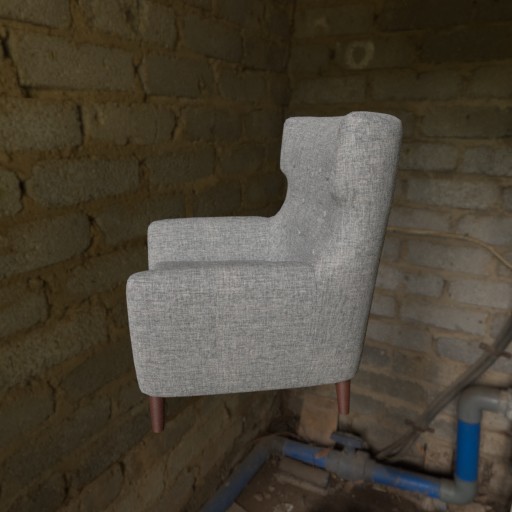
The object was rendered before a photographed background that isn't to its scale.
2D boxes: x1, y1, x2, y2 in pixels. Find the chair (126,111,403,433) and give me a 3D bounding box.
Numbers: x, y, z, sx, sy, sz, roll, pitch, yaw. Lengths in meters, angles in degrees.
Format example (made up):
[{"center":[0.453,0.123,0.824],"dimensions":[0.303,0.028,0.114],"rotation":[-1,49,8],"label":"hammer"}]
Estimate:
[{"center":[0.000,0.000,1.748],"dimensions":[0.904,1.063,0.878],"rotation":[-2,16,-8],"label":"chair"}]
